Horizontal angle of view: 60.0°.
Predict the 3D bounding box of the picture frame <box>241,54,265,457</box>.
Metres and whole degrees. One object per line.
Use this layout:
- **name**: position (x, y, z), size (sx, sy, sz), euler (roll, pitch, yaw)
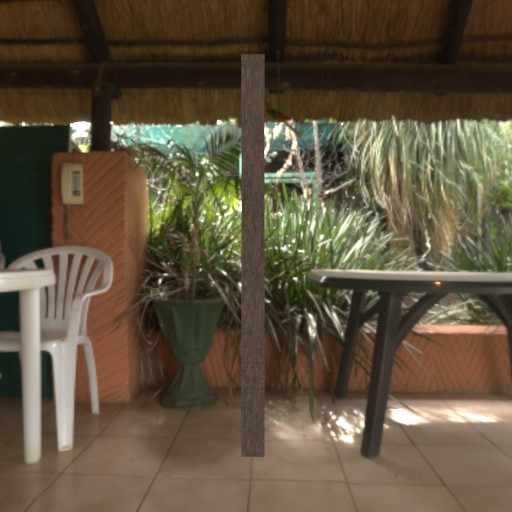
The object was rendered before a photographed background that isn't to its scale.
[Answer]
- **picture frame**: position (0.000, 0.000, 0.774), size (0.026, 0.455, 0.546), euler (0, 0, 1)
